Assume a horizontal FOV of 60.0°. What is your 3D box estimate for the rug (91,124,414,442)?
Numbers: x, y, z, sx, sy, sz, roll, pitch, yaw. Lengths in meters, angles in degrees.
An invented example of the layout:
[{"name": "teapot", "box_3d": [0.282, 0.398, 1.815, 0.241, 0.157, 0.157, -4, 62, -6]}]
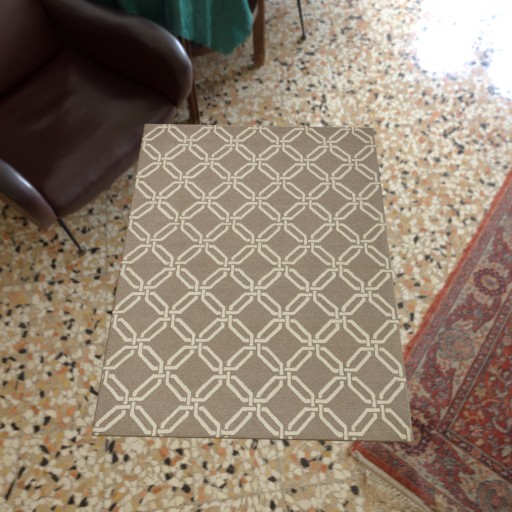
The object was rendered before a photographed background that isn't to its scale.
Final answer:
[{"name": "rug", "box_3d": [0.000, 0.000, 3.780, 2.288, 0.018, 2.895, 1, 64, 0]}]
